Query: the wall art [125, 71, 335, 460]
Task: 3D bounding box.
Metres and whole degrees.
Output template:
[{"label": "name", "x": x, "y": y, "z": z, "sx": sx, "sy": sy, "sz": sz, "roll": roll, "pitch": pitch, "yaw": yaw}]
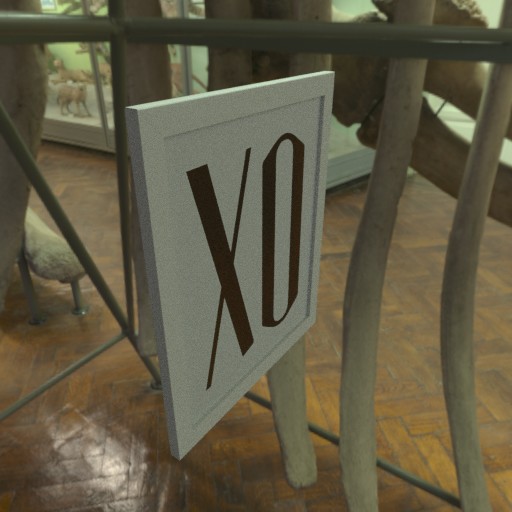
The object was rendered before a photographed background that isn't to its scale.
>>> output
[{"label": "wall art", "x": 0.000, "y": 0.000, "z": 0.739, "sx": 0.020, "sy": 0.536, "sz": 0.444, "roll": 19, "pitch": 33, "yaw": 31}]
